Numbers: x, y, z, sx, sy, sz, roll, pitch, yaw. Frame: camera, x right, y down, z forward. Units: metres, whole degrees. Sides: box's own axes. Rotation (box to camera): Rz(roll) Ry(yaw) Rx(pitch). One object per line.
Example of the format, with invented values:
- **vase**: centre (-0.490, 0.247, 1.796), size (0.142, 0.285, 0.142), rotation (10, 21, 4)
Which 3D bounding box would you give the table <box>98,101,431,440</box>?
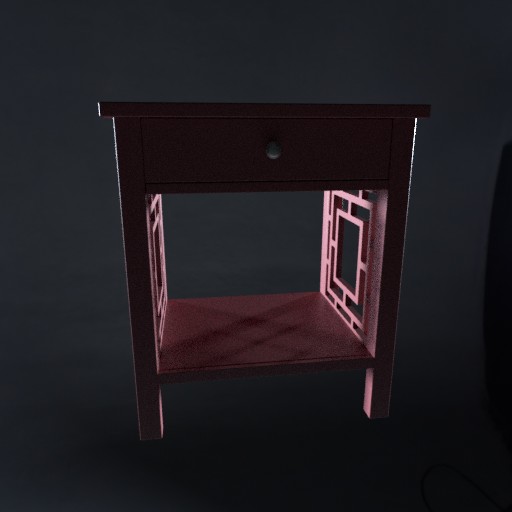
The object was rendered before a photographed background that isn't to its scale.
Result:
- **table**: centre (0.000, 0.000, 1.086), size (0.599, 0.686, 0.451), rotation (-2, 16, -8)
